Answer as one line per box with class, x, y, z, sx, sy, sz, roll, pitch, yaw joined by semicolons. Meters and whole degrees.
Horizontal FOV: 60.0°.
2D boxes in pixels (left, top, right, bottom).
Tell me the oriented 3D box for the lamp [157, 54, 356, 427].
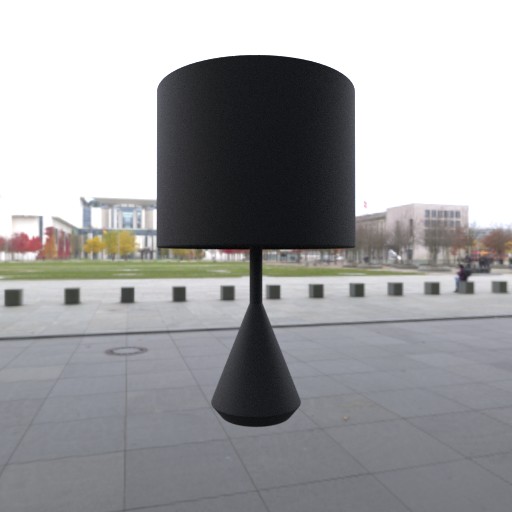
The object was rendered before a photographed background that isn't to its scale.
lamp;0.000;0.000;0.819;0.359;0.584;0.359;0;0;-1
